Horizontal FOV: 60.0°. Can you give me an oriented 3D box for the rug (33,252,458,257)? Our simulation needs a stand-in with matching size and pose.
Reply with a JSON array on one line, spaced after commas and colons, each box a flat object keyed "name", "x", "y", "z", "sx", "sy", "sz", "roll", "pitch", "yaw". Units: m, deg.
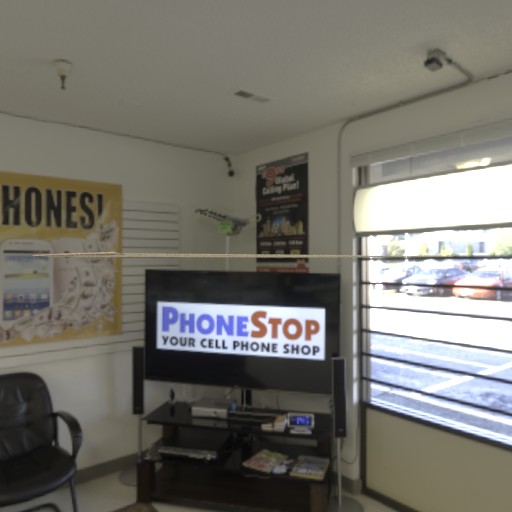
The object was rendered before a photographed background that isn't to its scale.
[{"name": "rug", "x": 0.000, "y": 0.000, "z": 2.498, "sx": 2.096, "sy": 0.011, "sz": 1.229, "roll": 0, "pitch": -1, "yaw": -37}]
